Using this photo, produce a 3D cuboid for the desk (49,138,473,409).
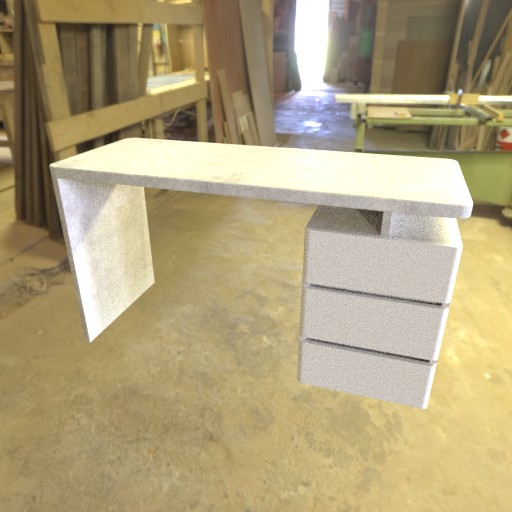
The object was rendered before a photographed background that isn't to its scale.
[{"bbox_3d":[0.000,0.000,1.772,1.400,0.755,0.550,8,27,16],"label":"desk"}]
